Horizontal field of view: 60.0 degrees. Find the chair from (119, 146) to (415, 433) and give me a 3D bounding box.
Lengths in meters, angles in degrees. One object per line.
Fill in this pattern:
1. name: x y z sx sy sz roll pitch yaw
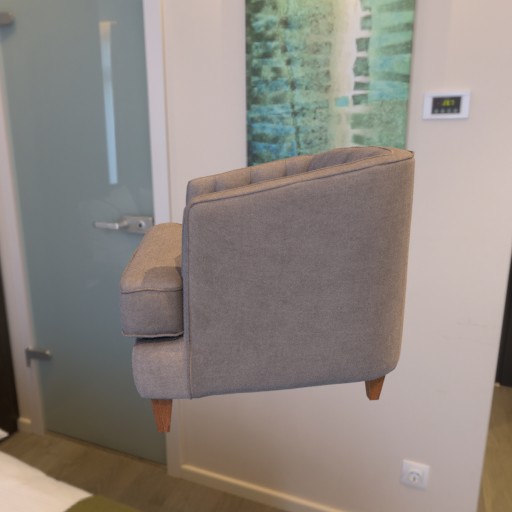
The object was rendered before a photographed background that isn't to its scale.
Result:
1. chair: 0.000 0.000 1.775 0.941 0.852 1.104 -2 13 -8
